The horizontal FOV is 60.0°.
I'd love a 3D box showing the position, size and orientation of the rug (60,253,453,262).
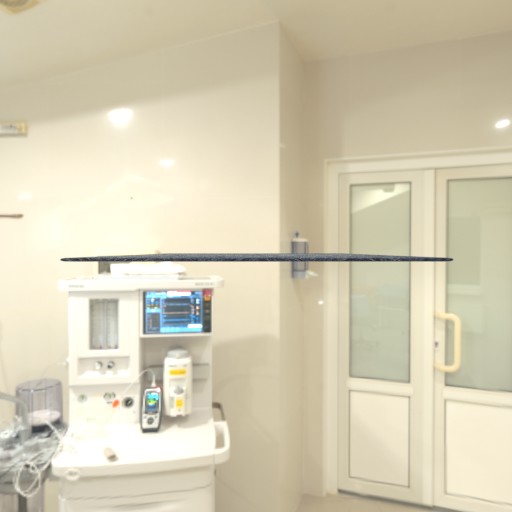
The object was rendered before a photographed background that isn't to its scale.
[{"bbox_3d":[0.000,0.000,4.246,2.385,0.024,3.245,0,1,-1],"label":"rug"}]
